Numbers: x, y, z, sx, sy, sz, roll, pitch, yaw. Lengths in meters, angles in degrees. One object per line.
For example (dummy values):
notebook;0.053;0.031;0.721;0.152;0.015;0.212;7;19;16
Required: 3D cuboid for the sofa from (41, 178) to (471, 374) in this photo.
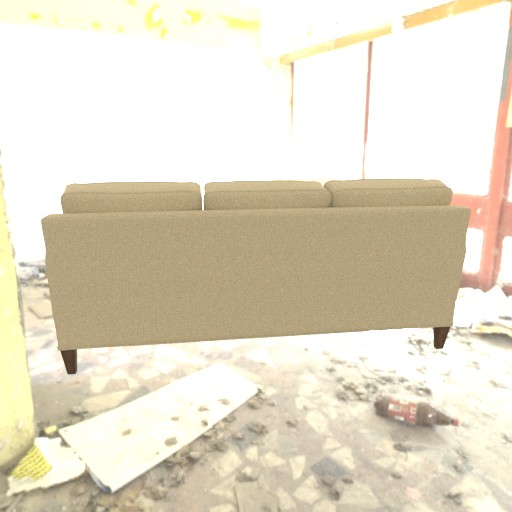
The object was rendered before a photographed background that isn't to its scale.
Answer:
sofa;0.000;0.000;2.784;2.246;1.003;1.084;-2;15;-8
